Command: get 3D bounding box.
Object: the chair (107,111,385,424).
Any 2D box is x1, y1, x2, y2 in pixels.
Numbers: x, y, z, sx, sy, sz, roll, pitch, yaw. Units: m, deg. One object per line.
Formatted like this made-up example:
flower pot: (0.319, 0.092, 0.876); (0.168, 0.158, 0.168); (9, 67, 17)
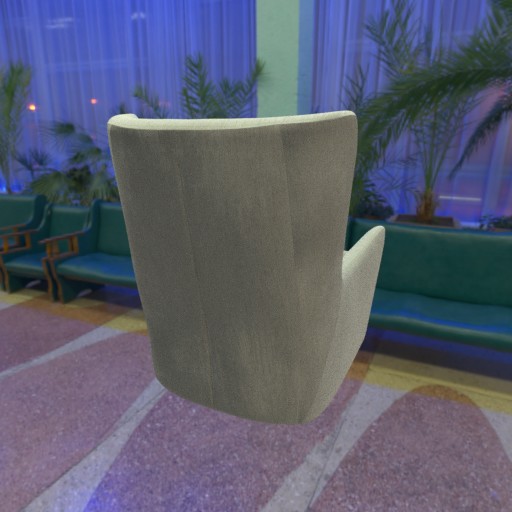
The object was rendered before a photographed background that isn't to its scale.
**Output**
chair: (0.000, 0.000, 1.634); (0.779, 1.000, 0.904); (8, 18, 25)
